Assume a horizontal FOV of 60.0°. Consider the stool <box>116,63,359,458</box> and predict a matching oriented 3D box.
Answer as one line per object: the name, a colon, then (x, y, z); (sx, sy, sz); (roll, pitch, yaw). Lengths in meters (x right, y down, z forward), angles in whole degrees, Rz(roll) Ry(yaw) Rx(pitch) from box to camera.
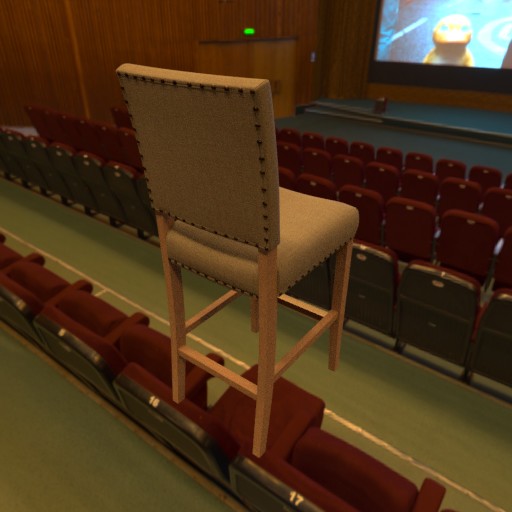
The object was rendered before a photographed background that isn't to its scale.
stool: (0.000, 0.000, 1.443); (0.445, 1.173, 0.585); (21, 36, 31)
